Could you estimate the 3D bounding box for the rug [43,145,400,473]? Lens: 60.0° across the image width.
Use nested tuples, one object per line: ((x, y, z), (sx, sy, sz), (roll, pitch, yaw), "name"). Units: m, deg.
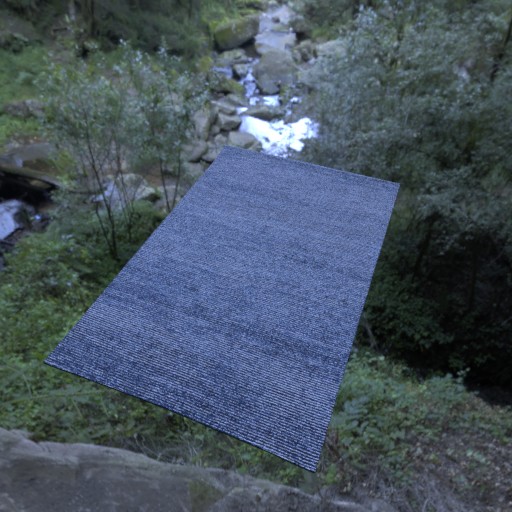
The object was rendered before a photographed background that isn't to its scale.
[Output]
((0.000, 0.000, 2.243), (1.159, 0.025, 1.793), (16, 48, 15), "rug")
